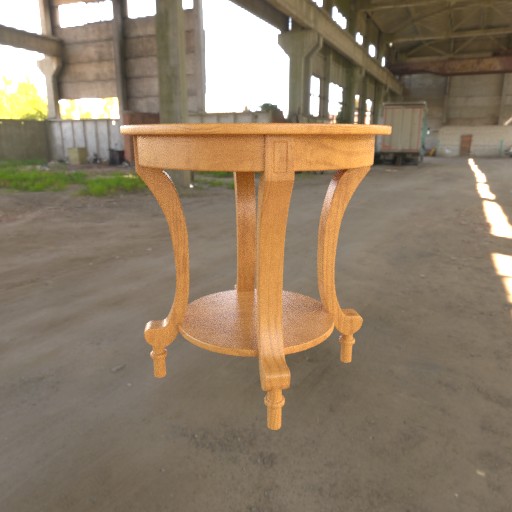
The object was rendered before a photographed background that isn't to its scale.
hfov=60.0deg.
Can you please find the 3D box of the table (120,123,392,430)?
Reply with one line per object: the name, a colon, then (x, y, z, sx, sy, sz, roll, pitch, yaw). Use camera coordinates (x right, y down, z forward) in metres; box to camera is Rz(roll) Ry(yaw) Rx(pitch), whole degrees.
table: (0.000, 0.000, 1.094, 0.597, 0.612, 0.597, 0, 15, 0)
